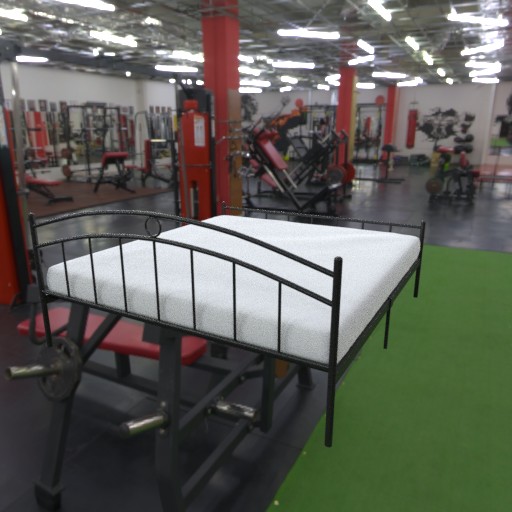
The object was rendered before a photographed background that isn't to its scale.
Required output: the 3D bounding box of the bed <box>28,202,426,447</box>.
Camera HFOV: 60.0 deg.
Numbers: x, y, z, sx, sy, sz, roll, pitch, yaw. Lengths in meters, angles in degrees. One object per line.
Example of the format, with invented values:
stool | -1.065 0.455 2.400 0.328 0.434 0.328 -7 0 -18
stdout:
bed | 0.000 0.000 3.068 1.880 0.940 2.040 9 18 28
